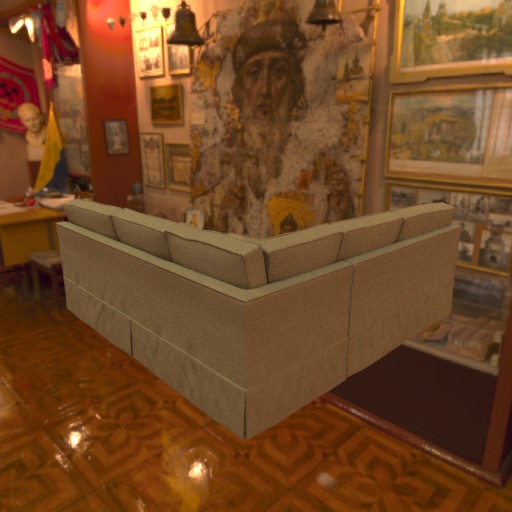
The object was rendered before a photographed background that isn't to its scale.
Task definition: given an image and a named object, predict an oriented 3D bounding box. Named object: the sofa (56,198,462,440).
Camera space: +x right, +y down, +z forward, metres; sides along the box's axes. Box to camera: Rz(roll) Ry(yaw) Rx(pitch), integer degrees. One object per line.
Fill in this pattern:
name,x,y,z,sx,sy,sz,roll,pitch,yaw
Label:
sofa,0.000,0.000,4.061,2.618,1.081,2.623,-15,22,-41
